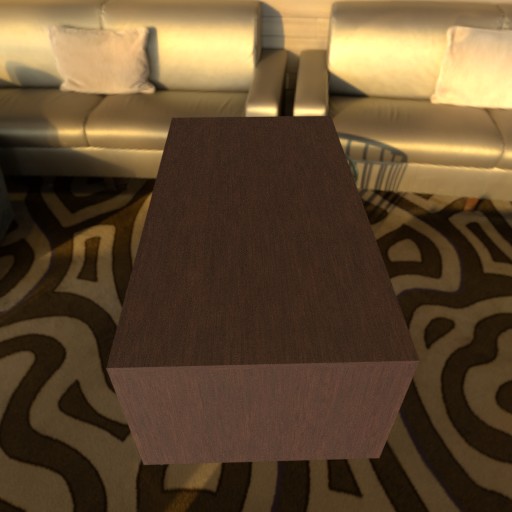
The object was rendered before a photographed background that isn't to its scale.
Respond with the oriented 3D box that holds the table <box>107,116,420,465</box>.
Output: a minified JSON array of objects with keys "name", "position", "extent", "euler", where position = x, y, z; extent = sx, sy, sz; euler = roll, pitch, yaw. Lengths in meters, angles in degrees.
[{"name":"table","position":[0.000,0.000,1.395],"extent":[0.597,0.424,1.099],"euler":[-1,42,-1]}]
